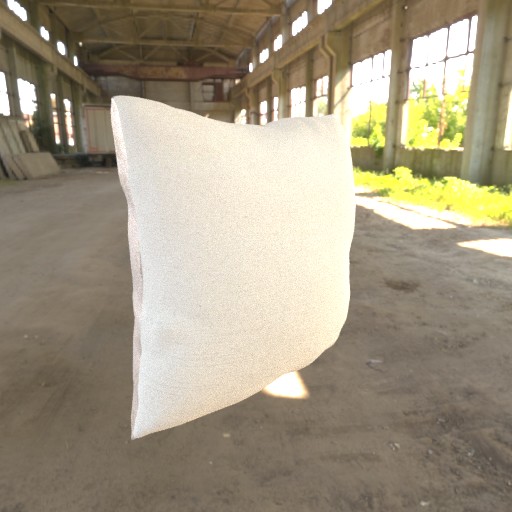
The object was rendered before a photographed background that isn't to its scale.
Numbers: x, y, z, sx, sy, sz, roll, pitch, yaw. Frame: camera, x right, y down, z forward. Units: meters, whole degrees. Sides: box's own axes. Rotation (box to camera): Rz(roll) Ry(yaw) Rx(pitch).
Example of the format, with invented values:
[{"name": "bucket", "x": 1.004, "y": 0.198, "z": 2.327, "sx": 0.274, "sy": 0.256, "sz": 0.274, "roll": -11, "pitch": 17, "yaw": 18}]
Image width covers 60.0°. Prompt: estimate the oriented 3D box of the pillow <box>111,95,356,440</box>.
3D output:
[{"name": "pillow", "x": 0.000, "y": 0.000, "z": 0.692, "sx": 0.450, "sy": 0.448, "sz": 0.245, "roll": -14, "pitch": 20, "yaw": -43}]
